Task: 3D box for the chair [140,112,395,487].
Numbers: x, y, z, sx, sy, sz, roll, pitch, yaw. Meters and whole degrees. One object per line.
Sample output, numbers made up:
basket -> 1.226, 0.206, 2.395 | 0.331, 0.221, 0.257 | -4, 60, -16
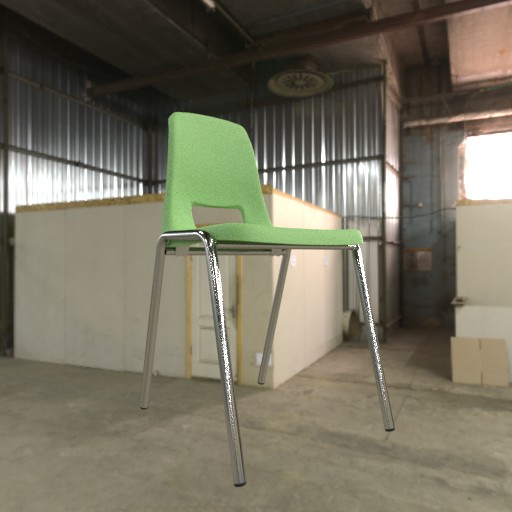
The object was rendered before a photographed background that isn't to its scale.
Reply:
chair -> 0.000, 0.000, 0.950 | 0.381, 0.704, 0.436 | 0, 0, -36
